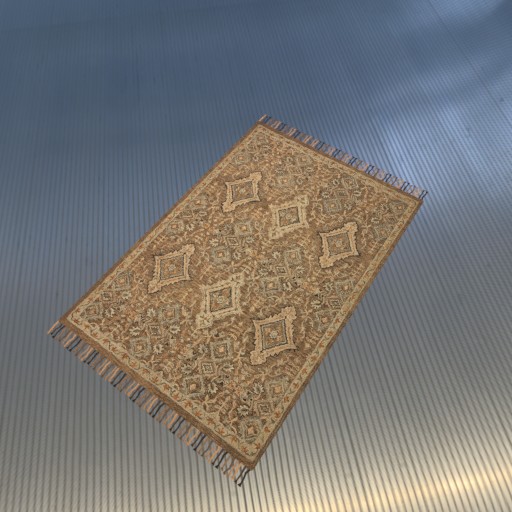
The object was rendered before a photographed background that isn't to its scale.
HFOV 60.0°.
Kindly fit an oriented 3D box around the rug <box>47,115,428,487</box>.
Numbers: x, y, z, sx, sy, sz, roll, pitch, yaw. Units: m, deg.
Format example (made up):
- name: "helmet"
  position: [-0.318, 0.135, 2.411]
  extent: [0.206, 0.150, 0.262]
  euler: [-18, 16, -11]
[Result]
- name: "rug"
  position: [0.000, 0.000, 3.076]
  extent: [1.516, 0.010, 2.434]
  euler: [31, 63, 17]
